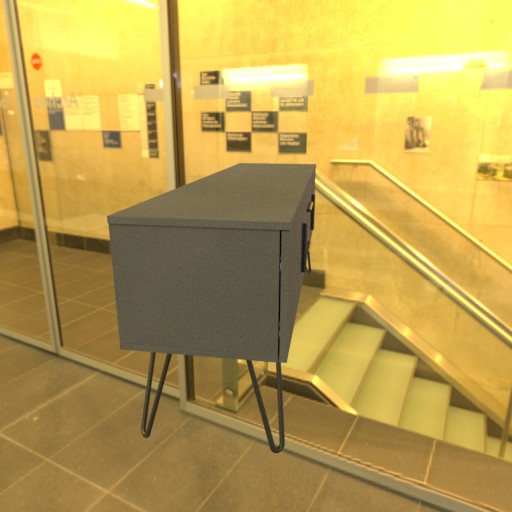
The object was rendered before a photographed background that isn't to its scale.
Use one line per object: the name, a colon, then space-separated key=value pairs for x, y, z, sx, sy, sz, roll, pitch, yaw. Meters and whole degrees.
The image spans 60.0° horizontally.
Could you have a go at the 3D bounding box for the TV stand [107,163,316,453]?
TV stand: x=0.000 y=0.000 z=1.639 sx=0.400 sy=0.560 sz=1.400 roll=3 pitch=17 yaw=9
